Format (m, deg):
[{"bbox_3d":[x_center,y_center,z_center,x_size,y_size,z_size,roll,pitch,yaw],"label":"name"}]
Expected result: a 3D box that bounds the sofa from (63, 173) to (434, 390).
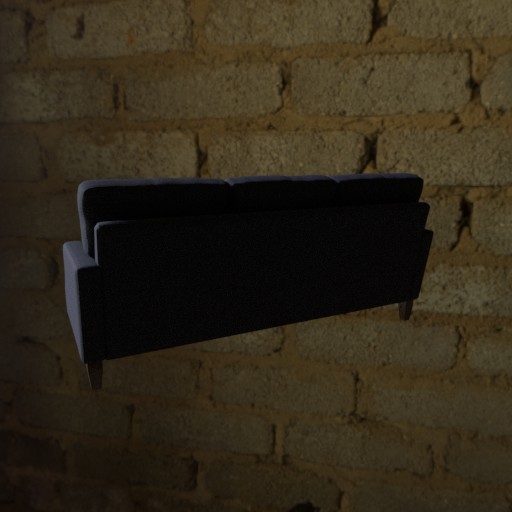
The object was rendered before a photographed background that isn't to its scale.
[{"bbox_3d":[0.000,0.000,2.693,2.115,0.984,0.888,-6,14,-27],"label":"sofa"}]
